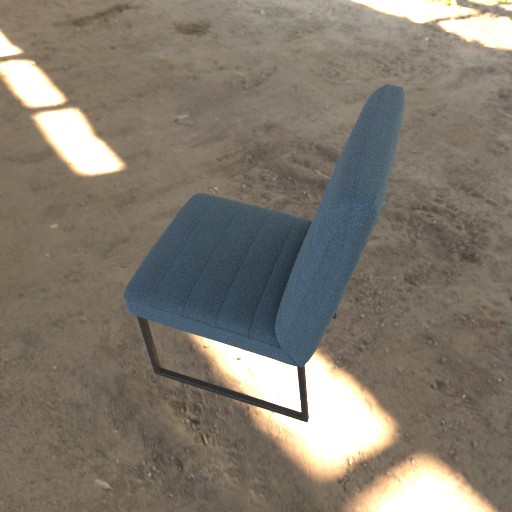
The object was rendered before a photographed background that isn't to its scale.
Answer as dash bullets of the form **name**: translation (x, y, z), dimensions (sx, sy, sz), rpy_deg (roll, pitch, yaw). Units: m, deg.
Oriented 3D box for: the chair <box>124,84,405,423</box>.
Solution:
- **chair**: translation (0.000, 0.000, 1.320), dimensions (0.634, 0.930, 0.520), rpy_deg (14, 47, 13)
